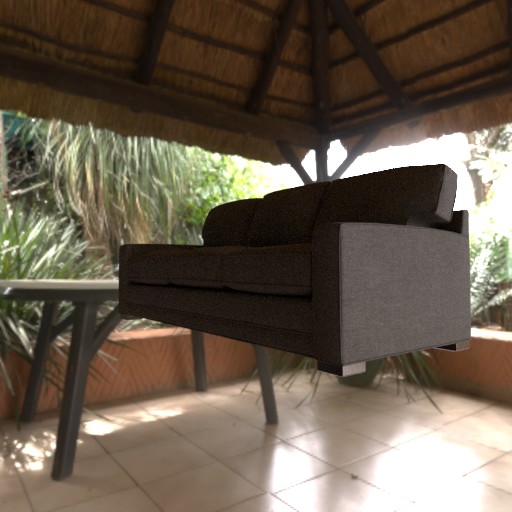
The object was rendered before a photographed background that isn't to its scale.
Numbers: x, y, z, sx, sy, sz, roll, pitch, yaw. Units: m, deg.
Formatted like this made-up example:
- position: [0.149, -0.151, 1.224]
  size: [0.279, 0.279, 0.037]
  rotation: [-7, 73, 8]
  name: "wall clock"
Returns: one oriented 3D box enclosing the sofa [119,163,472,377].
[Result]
- position: [0.000, 0.000, 2.918]
  size: [1.004, 0.978, 2.369]
  rotation: [1, -2, -37]
  name: "sofa"
